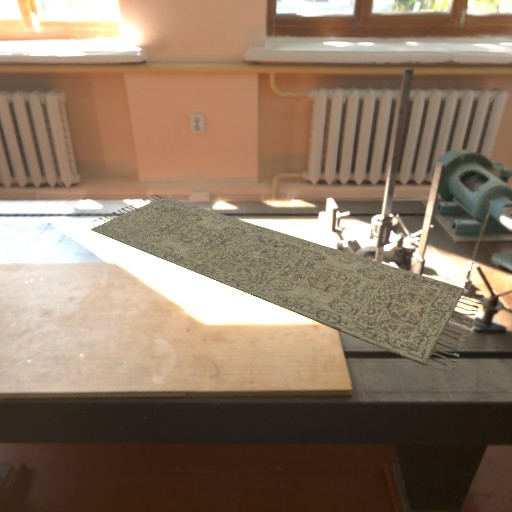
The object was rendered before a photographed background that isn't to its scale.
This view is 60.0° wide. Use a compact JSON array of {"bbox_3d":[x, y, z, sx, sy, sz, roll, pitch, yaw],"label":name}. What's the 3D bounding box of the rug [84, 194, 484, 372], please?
[{"bbox_3d":[0.000,0.000,2.914,2.664,0.011,0.762,19,35,30],"label":"rug"}]
